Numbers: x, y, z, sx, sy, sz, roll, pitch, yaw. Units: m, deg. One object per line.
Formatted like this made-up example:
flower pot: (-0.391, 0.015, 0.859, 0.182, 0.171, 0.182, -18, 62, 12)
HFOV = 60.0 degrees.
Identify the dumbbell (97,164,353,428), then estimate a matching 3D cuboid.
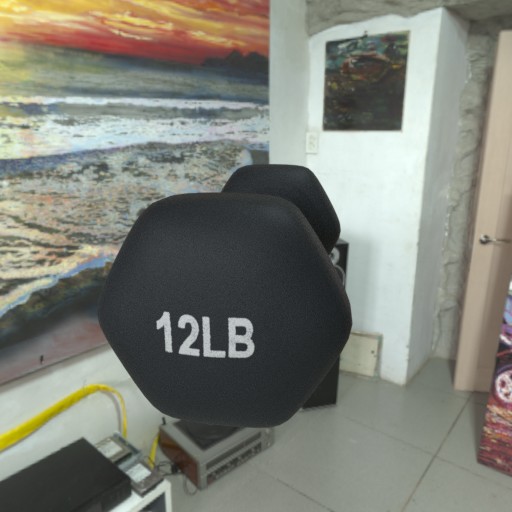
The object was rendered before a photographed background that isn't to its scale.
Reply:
dumbbell: (0.000, 0.000, 0.280, 0.112, 0.101, 0.231, 3, 16, 9)
